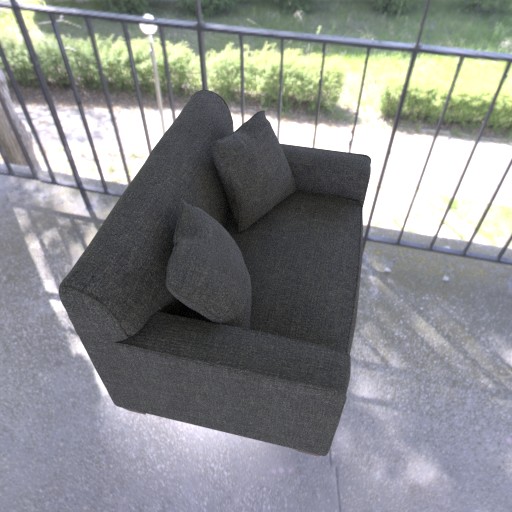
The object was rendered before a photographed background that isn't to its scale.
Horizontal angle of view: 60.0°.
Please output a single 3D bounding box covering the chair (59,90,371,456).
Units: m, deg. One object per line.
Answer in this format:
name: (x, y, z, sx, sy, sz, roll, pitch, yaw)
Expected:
chair: (0.000, 0.000, 2.064, 1.000, 0.948, 1.383, 10, 48, 9)
